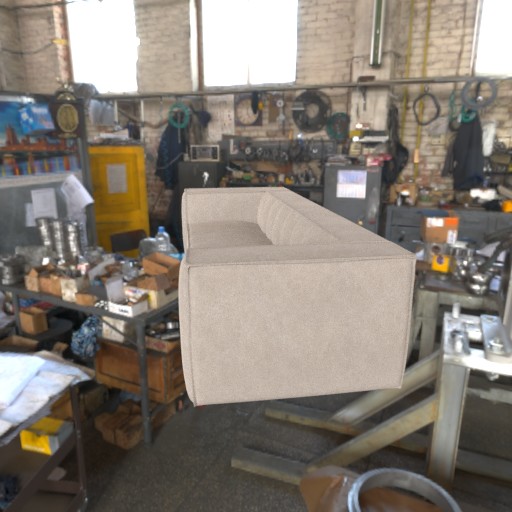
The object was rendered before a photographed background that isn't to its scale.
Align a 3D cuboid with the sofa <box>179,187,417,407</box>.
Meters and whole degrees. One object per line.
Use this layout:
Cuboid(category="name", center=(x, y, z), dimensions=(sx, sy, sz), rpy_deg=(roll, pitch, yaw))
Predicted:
Cuboid(category="sofa", center=(0.000, 0.000, 3.132), dimensions=(1.038, 0.680, 2.697), rpy_deg=(-2, 15, -9))
